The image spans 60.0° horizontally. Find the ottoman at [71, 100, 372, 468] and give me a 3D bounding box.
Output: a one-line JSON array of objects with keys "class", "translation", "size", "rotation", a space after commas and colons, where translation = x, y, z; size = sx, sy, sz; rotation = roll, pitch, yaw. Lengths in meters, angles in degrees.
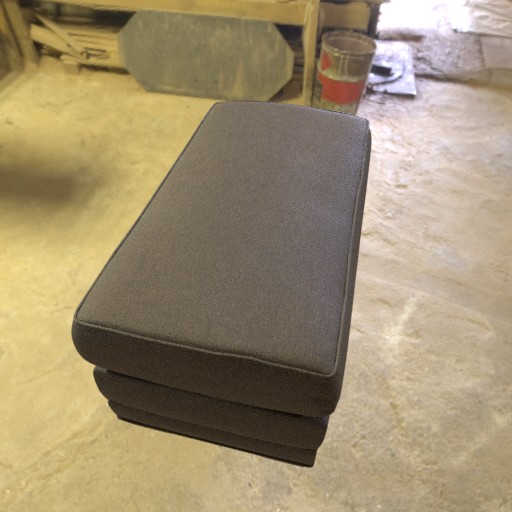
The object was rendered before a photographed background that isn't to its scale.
[{"class": "ottoman", "translation": [0.000, 0.000, 1.131], "size": [0.490, 0.448, 0.864], "rotation": [10, 46, 10]}]
